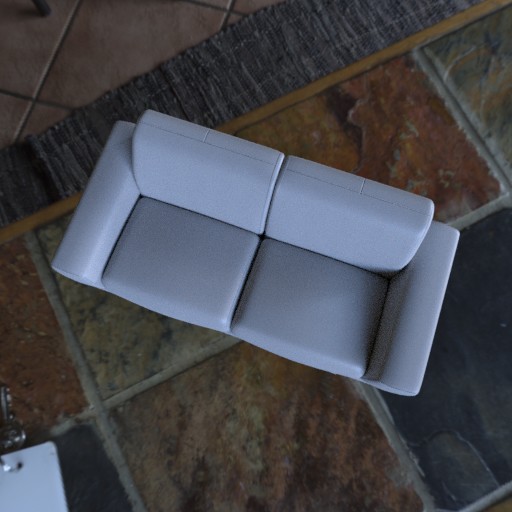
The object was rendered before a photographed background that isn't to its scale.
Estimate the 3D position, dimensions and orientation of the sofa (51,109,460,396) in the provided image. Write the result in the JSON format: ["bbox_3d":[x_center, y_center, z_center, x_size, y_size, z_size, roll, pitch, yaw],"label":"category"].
[{"bbox_3d":[0.000,0.000,2.360,1.901,0.772,0.900,19,78,4],"label":"sofa"}]
